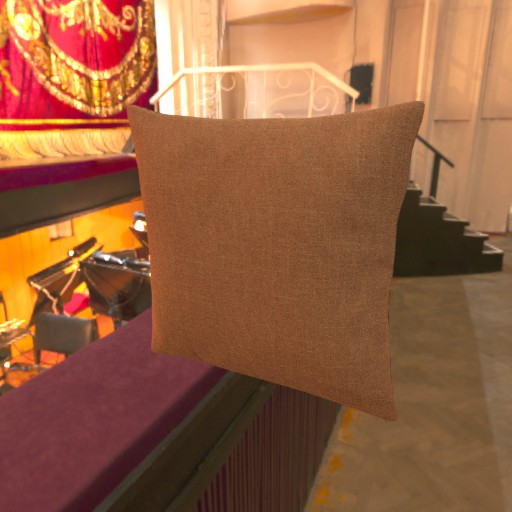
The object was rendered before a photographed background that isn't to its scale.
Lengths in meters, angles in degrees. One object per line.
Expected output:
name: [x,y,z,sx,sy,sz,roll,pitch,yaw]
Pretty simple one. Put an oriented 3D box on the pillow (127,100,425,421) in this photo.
pillow: [0.000,0.000,0.774,0.523,0.506,0.166,9,19,26]
